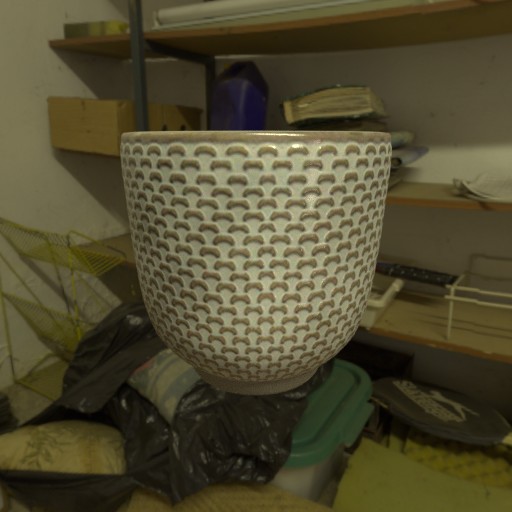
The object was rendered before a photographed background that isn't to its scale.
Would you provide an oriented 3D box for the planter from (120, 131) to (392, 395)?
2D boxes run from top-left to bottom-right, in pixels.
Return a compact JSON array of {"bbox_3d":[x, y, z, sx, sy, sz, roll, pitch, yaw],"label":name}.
[{"bbox_3d":[0.000,0.000,0.356,0.197,0.191,0.197,0,15,0],"label":"planter"}]
